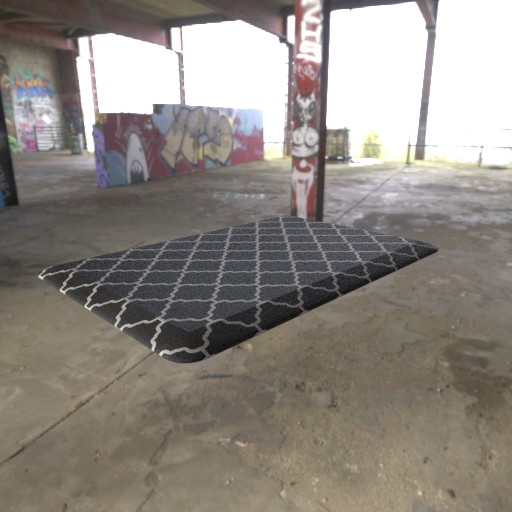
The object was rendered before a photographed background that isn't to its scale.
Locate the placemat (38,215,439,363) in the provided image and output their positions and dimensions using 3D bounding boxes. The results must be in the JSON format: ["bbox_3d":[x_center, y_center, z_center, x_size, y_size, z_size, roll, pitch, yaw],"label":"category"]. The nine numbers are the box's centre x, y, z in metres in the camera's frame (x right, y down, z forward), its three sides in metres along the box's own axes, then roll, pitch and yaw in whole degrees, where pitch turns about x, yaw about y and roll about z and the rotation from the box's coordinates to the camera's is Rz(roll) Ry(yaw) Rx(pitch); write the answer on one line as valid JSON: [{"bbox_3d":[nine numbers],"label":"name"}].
[{"bbox_3d":[0.000,0.000,0.969,0.762,0.021,0.508,-16,23,-42],"label":"placemat"}]
